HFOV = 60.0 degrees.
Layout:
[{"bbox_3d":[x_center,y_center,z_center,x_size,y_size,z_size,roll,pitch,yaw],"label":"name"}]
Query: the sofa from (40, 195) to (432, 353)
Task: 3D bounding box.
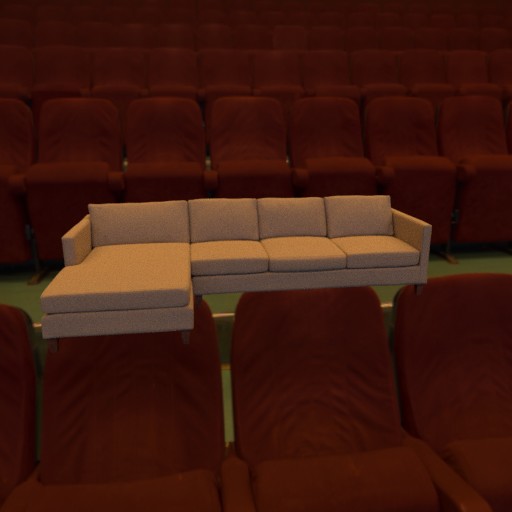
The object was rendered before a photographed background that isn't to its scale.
[{"bbox_3d":[0.000,0.000,3.926,3.186,0.846,1.625,-2,17,-8],"label":"sofa"}]
